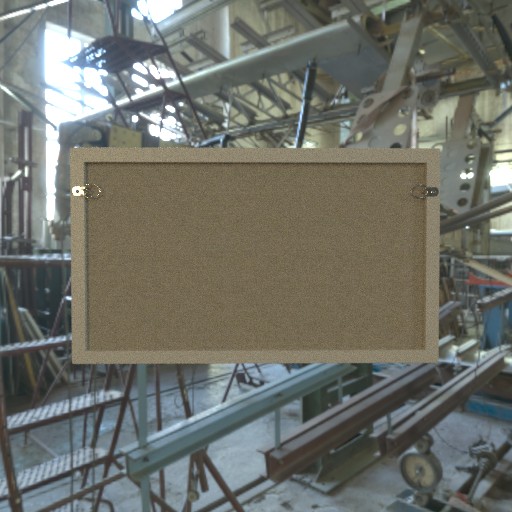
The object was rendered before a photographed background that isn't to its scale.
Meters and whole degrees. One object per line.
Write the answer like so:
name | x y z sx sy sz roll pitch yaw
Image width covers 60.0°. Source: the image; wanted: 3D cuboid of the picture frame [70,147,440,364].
picture frame | 0.000 0.000 0.797 0.647 0.379 0.044 0 1 -1
